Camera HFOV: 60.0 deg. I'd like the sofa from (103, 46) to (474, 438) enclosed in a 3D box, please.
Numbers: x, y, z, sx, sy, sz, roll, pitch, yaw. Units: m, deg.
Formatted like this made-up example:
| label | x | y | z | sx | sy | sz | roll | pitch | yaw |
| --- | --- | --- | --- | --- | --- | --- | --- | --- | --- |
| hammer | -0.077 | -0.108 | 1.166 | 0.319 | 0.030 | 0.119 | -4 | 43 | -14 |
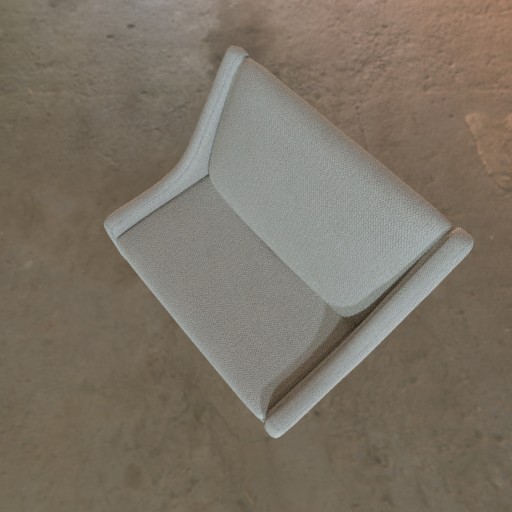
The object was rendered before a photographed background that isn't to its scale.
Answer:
| label | x | y | z | sx | sy | sz | roll | pitch | yaw |
| --- | --- | --- | --- | --- | --- | --- | --- | --- | --- |
| sofa | 0.000 | 0.000 | 1.952 | 0.870 | 1.022 | 1.242 | -38 | 70 | -16 |
